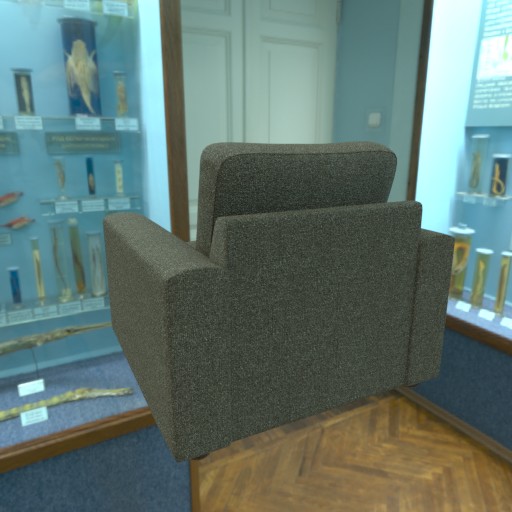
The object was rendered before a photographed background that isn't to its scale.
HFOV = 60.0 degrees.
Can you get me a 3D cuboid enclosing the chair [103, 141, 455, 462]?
[{"bbox_3d":[0.000,0.000,1.736,1.005,0.873,1.016,-8,17,-26],"label":"chair"}]
